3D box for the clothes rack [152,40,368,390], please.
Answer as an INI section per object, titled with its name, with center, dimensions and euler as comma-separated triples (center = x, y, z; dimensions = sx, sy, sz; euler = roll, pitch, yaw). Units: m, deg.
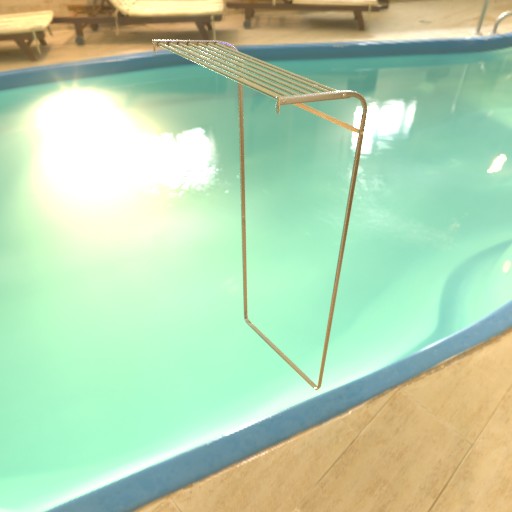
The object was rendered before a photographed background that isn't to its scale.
[clothes rack]
center = 0.000, 0.000, 1.808
dimensions = 0.349, 1.574, 0.609
euler = -28, 48, -28
